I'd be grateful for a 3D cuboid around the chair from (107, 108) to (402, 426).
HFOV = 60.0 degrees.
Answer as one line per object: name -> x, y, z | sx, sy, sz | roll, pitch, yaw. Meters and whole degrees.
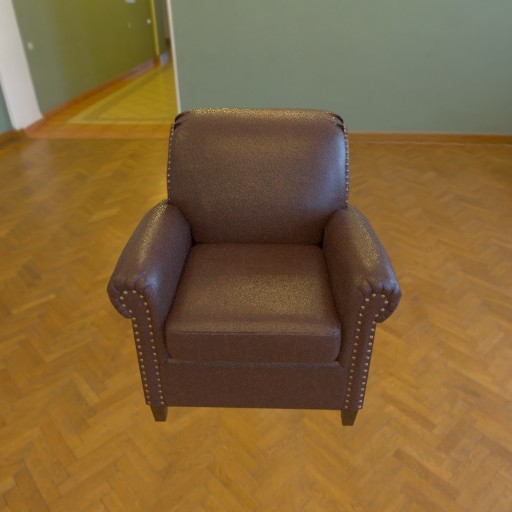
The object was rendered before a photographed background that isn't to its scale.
chair -> 0.000, 0.000, 1.652 | 0.854, 0.927, 0.890 | 1, 31, 1
